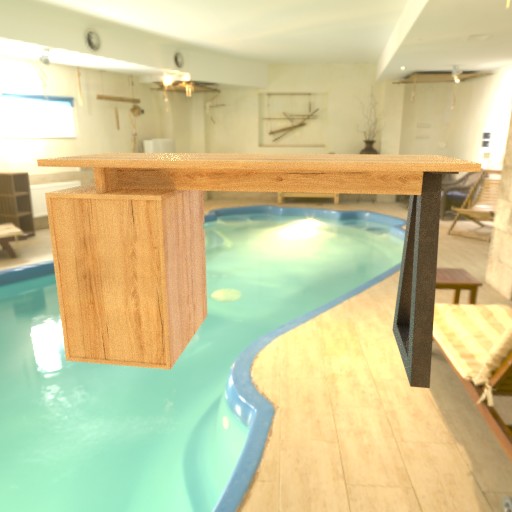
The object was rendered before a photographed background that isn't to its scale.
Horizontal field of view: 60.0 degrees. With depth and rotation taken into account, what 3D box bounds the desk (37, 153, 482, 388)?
[{"bbox_3d":[0.000,0.000,1.741,1.400,0.760,0.550,2,16,9],"label":"desk"}]
